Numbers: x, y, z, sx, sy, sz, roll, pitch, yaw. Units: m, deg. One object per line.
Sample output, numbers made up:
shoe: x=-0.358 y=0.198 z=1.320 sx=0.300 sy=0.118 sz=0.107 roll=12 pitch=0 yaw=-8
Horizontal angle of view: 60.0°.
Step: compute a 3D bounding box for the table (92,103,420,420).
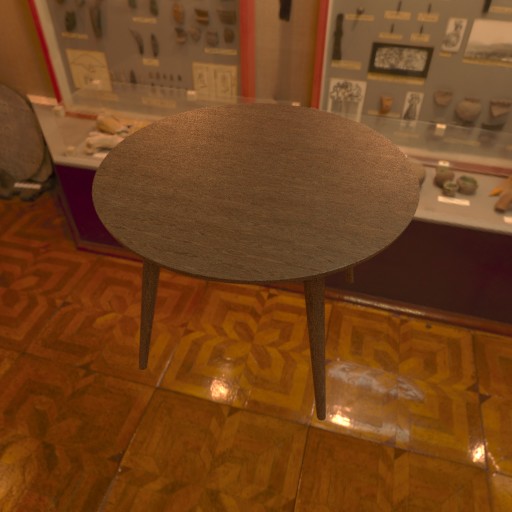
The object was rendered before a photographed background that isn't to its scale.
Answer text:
table: x=0.000 y=0.000 z=1.739 sx=1.053 sy=0.786 sz=1.053 roll=0 pitch=42 yaw=0
